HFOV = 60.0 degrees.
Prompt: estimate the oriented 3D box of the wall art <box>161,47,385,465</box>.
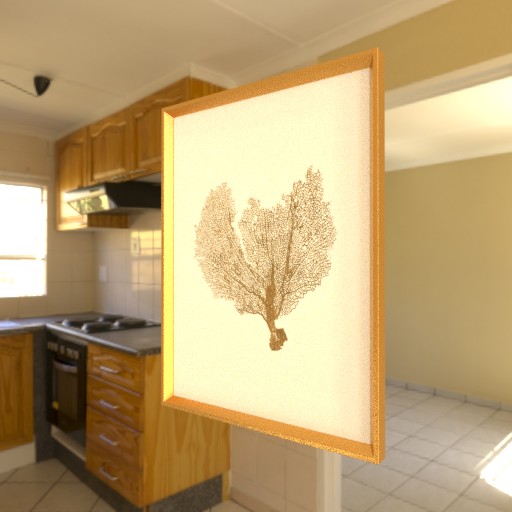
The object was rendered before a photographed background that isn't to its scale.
[{"bbox_3d":[0.000,0.000,1.053,0.610,0.812,0.038,0,0,35],"label":"wall art"}]
